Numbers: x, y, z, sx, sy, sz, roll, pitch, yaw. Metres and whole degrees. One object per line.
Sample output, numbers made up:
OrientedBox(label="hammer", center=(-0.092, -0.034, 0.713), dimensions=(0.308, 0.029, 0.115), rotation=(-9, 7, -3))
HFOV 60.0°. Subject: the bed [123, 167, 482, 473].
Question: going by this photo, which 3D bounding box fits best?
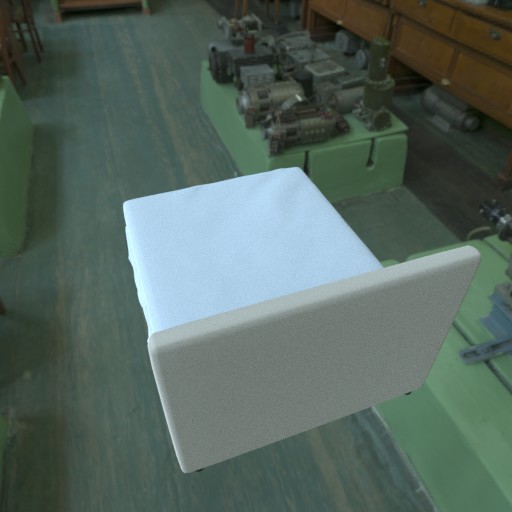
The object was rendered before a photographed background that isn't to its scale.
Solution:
OrientedBox(label="bed", center=(0.000, 0.000, 3.166), dimensions=(1.748, 1.330, 2.142), rotation=(-14, 44, -15))
